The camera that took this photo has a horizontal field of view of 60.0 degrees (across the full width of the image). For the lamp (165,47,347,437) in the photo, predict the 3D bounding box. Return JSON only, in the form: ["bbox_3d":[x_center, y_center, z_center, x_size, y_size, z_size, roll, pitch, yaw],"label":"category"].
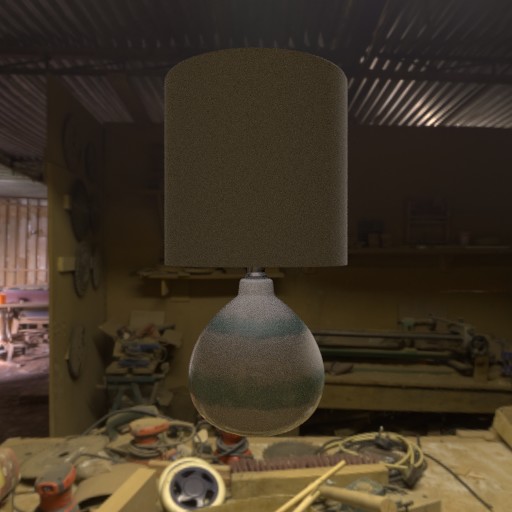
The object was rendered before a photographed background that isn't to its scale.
[{"bbox_3d":[0.000,0.000,0.536,0.217,0.404,0.217,0,0,-1],"label":"lamp"}]
